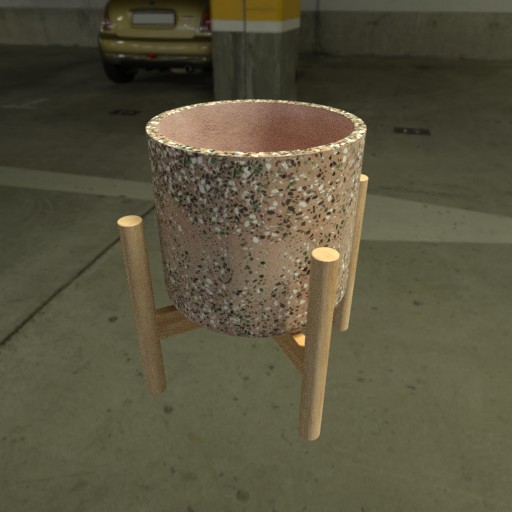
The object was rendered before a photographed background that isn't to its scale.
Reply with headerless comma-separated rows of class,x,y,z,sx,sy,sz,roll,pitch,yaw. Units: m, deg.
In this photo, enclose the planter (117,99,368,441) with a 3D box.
planter,0.000,0.000,0.537,0.284,0.320,0.284,-2,31,-3
